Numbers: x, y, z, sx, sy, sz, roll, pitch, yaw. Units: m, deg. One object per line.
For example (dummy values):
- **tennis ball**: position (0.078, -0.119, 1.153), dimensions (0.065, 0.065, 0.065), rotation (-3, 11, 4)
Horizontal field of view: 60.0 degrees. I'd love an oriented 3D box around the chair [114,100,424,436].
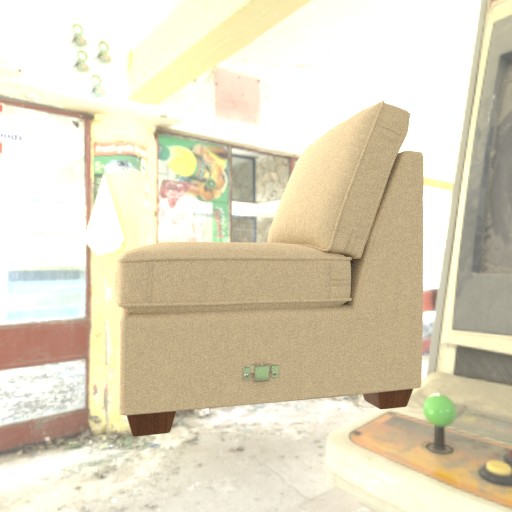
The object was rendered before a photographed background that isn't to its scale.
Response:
- **chair**: position (0.000, 0.000, 1.550), dimensions (0.938, 0.970, 0.621), rotation (0, 0, -17)
